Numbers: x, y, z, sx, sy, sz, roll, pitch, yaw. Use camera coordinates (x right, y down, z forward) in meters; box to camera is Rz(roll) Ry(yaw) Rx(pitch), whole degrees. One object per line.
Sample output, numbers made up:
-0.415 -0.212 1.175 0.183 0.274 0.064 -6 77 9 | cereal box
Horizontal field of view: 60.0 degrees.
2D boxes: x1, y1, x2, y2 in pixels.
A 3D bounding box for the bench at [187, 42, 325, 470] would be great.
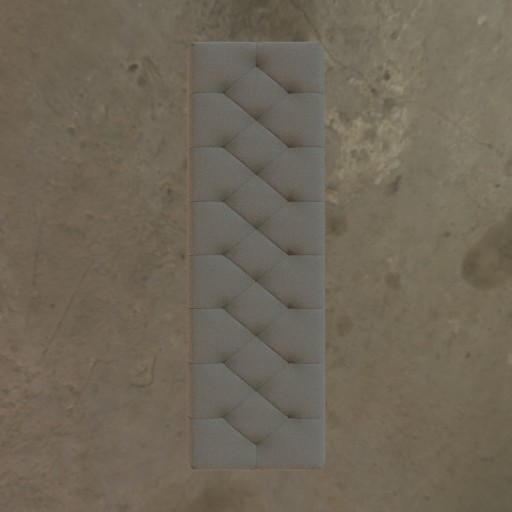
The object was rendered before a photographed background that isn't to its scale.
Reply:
0.000 0.000 1.733 0.479 0.488 1.488 0 89 0 | bench
